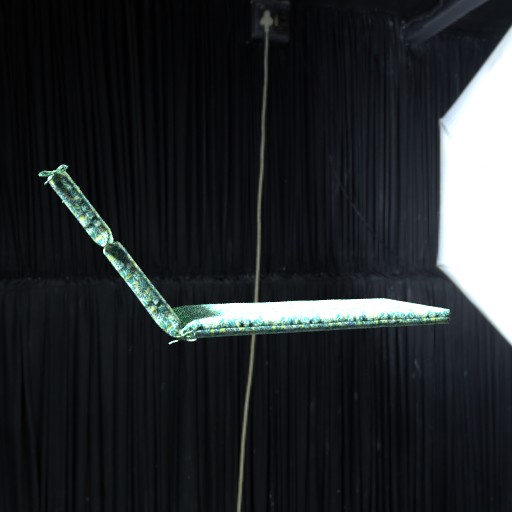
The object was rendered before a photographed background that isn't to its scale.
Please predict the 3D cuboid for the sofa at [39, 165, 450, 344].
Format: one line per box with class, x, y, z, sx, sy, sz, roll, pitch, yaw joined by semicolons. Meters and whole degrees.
sofa;0.000;0.000;1.959;1.663;0.622;0.582;0;0;-18
